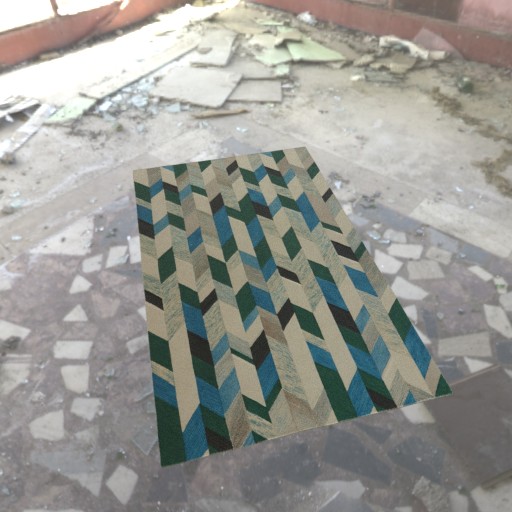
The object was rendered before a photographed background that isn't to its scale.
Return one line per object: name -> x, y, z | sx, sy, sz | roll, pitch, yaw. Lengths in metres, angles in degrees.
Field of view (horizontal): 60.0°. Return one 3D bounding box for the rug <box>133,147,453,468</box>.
rug -> 0.000, 0.000, 2.972 | 1.507, 0.007, 2.433 | -10, 46, -10
